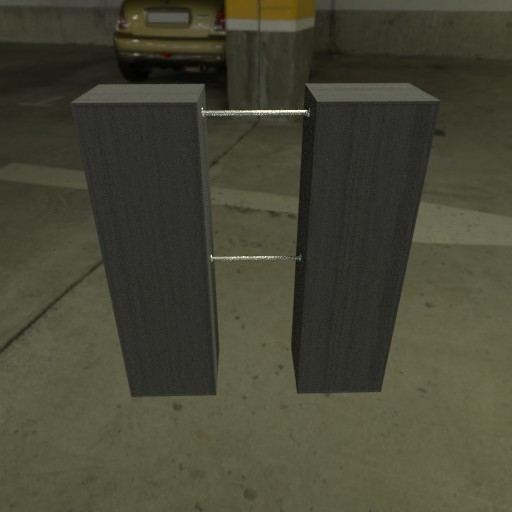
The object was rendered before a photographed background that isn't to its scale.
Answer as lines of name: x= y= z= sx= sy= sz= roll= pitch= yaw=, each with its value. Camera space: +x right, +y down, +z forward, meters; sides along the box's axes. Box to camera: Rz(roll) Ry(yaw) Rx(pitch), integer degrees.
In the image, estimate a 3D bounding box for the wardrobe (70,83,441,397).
wardrobe: x=0.000 y=0.000 z=2.834 sx=1.770 sy=2.000 sz=0.480 roll=-1 pitch=31 yaw=-1
